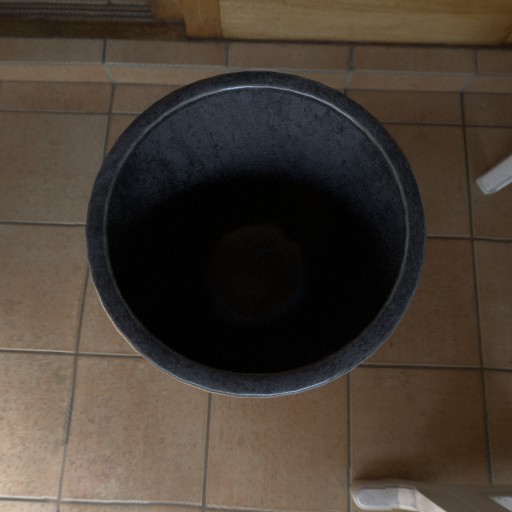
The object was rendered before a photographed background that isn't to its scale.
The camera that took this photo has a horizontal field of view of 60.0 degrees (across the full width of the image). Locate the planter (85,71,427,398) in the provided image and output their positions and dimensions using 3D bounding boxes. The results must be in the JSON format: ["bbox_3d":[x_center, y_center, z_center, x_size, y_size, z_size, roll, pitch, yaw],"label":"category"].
[{"bbox_3d":[0.000,0.000,0.297,0.172,0.160,0.172,0,77,0],"label":"planter"}]
